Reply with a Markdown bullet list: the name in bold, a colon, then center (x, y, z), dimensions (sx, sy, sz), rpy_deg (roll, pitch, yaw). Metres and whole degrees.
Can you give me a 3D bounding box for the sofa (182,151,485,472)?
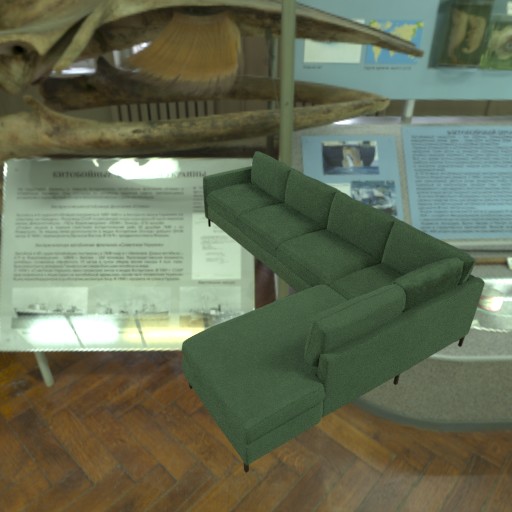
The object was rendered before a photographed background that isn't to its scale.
- **sofa**: center (0.000, 0.000, 3.203), dimensions (1.707, 0.687, 2.486), rpy_deg (-18, 36, -27)
